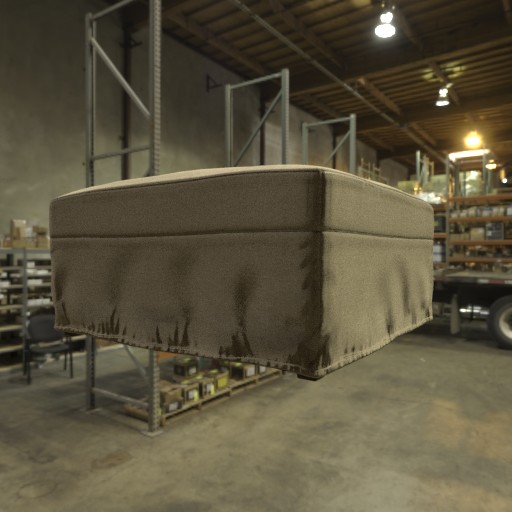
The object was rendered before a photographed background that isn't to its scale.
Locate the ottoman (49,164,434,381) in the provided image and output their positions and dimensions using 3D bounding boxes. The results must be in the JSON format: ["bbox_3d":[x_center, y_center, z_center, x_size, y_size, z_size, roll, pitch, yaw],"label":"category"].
[{"bbox_3d":[0.000,0.000,1.314,0.843,0.436,0.840,0,1,34],"label":"ottoman"}]
